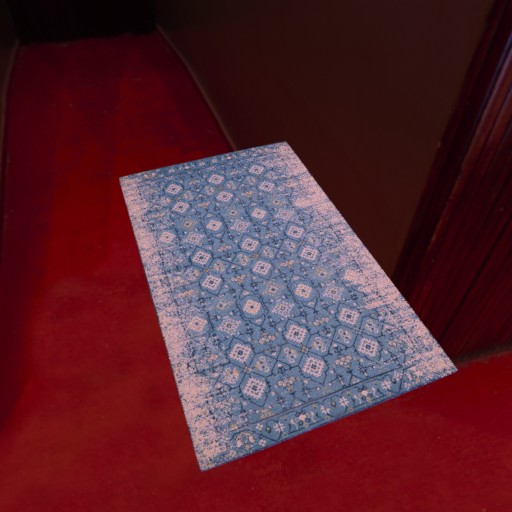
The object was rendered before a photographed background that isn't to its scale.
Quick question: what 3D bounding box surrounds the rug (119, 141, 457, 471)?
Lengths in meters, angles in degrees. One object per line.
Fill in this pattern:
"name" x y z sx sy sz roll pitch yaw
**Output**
"rug" 0.000 0.000 2.251 1.102 0.008 1.795 -16 50 -14
